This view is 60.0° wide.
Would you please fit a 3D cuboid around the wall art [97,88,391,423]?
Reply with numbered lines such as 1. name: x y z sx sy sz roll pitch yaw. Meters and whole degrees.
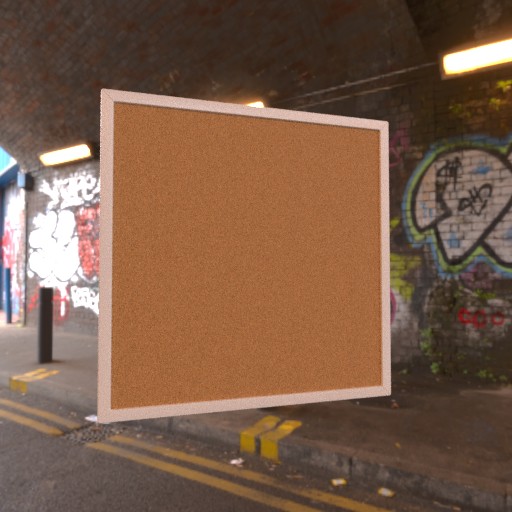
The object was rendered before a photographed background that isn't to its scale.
1. wall art: 0.000 0.000 0.763 0.508 0.508 0.038 1 -2 -17
